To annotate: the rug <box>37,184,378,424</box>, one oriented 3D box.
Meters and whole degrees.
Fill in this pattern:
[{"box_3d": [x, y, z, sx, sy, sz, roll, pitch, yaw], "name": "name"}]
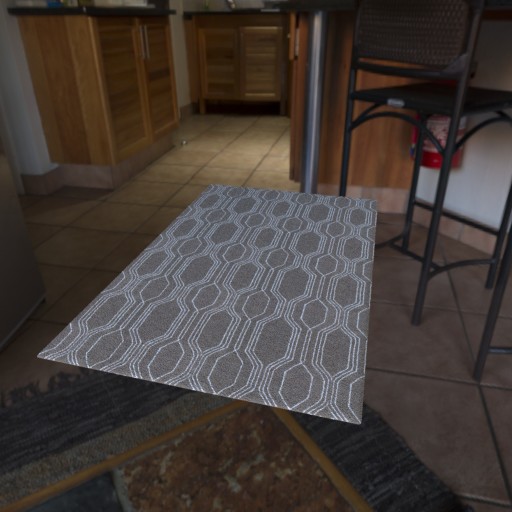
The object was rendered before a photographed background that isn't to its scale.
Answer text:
[{"box_3d": [0.000, 0.000, 3.003, 1.541, 0.012, 2.457, 7, 30, 13], "name": "rug"}]
